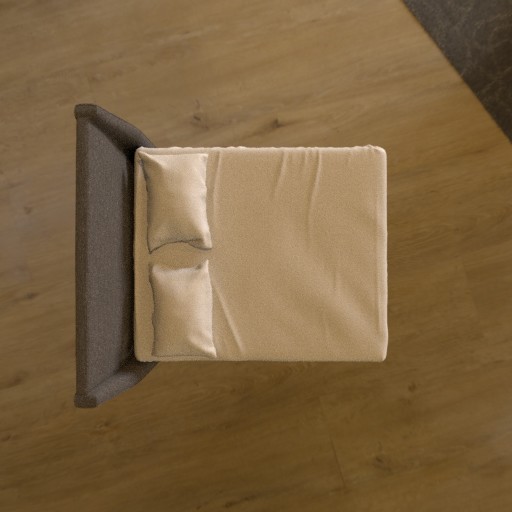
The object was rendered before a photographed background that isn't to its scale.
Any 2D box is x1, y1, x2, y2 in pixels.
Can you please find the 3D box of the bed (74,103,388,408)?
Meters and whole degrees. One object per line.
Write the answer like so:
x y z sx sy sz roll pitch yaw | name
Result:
0.000 0.000 3.393 2.276 1.332 1.925 0 90 1 | bed
